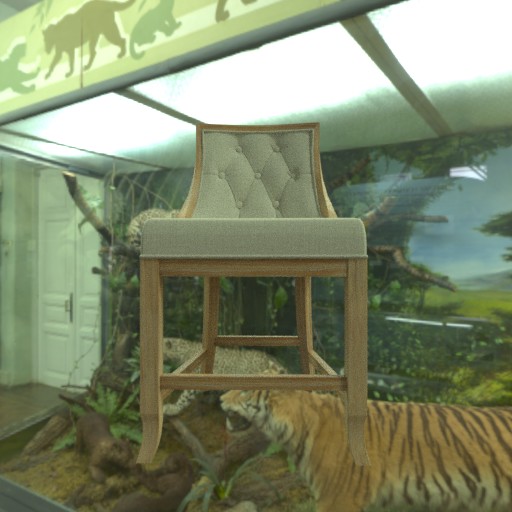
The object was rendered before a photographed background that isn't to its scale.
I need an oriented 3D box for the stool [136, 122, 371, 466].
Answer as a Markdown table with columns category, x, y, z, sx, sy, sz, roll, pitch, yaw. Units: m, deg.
| category | x | y | z | sx | sy | sz | roll | pitch | yaw |
| --- | --- | --- | --- | --- | --- | --- | --- | --- | --- |
| stool | 0.000 | 0.000 | 1.301 | 0.524 | 0.938 | 0.626 | 0 | 0 | 1 |
